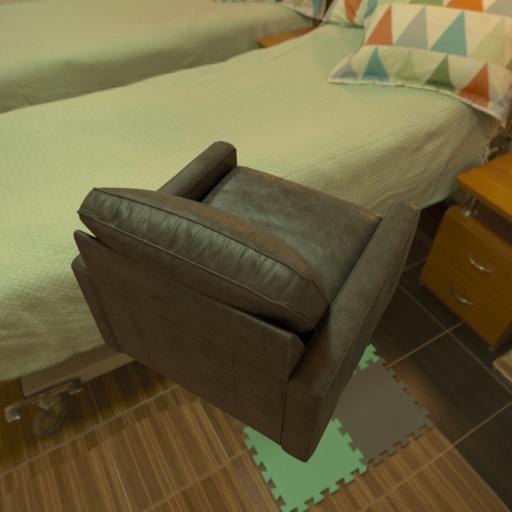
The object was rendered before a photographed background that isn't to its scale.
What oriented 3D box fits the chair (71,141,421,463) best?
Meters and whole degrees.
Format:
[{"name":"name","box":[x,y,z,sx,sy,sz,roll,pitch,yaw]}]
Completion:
[{"name":"chair","box":[0.000,0.000,1.735,1.006,0.916,0.939,23,51,21]}]
